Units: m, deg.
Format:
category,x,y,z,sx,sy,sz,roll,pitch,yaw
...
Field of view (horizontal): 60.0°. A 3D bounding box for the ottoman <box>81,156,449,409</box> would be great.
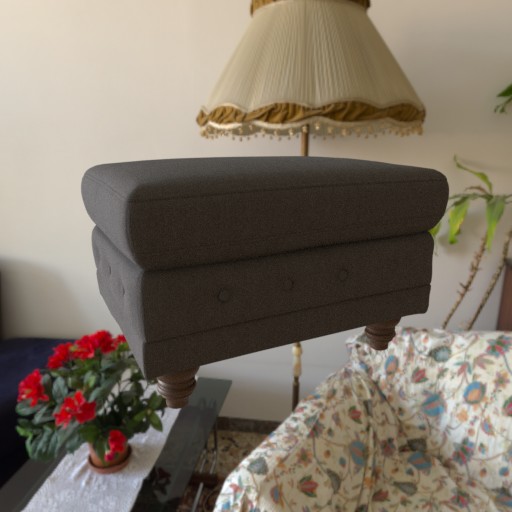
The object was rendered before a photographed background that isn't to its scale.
category,x,y,z,sx,sy,sz,roll,pitch,yaw
ottoman,0.000,0.000,1.153,0.771,0.500,0.569,-8,17,-27
